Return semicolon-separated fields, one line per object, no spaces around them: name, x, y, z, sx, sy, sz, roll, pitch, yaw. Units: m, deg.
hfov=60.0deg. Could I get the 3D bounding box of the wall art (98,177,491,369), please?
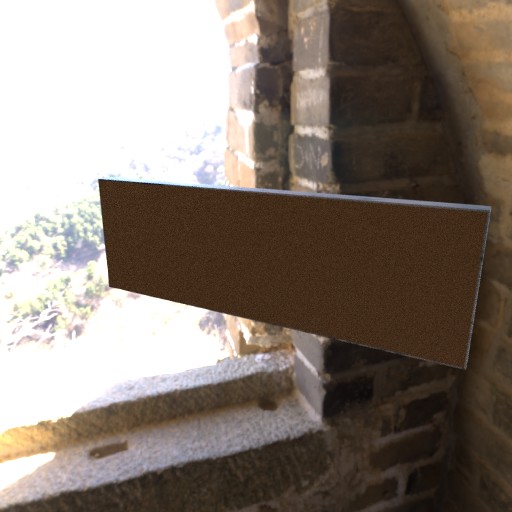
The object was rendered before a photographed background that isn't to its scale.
wall art;0.000;0.000;0.839;0.759;0.251;0.037;9;19;27
